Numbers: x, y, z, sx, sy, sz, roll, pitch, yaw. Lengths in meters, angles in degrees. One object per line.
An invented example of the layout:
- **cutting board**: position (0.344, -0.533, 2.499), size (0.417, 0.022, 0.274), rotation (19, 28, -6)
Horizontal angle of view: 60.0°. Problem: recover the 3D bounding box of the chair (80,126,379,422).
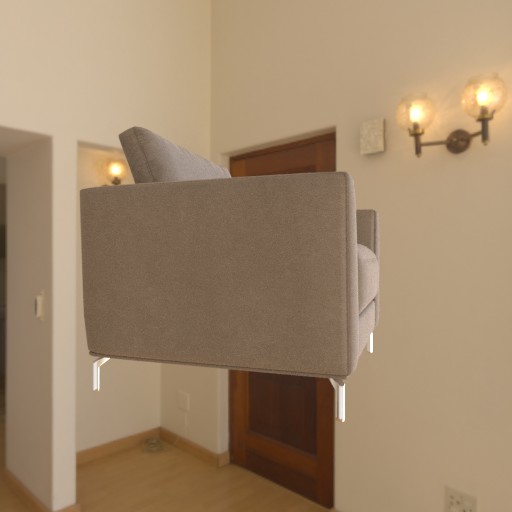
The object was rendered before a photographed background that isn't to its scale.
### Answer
- **chair**: position (0.000, 0.000, 1.707), size (0.889, 0.864, 1.041), rotation (0, 0, 19)
